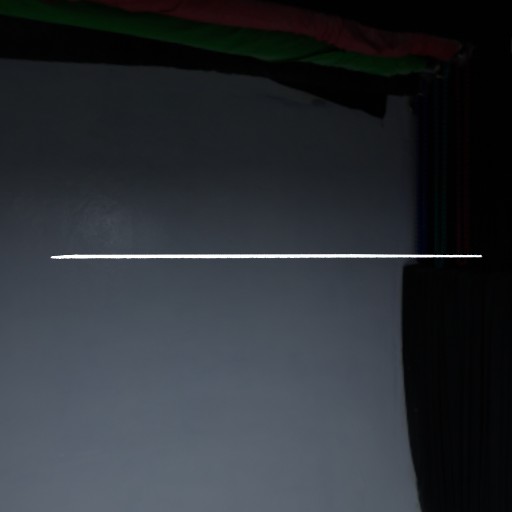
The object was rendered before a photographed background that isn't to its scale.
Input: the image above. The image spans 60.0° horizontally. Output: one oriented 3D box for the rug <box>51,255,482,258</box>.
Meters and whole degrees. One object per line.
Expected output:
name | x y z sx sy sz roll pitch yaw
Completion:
rug | 0.000 0.000 3.073 2.442 0.010 1.546 0 0 -19
